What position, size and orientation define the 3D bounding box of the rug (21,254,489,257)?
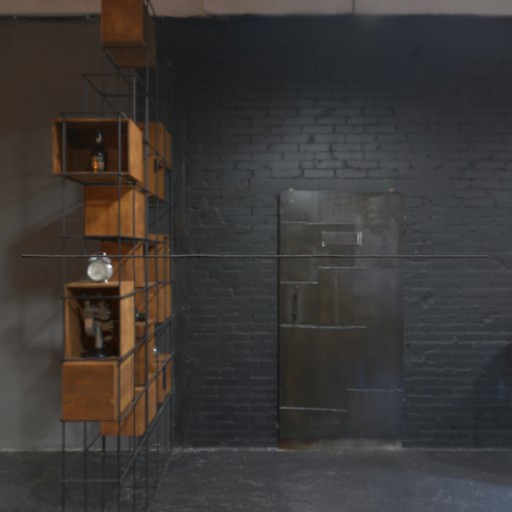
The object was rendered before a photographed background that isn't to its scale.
[{"bbox_3d":[0.000,0.000,2.317,1.820,0.012,1.207,0,0,2],"label":"rug"}]
